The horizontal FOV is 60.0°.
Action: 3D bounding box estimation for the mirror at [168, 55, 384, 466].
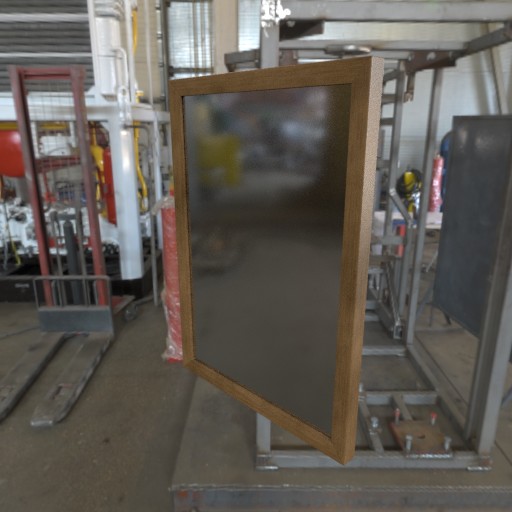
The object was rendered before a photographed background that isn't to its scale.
[{"bbox_3d":[0.000,0.000,0.918,0.507,0.710,0.040,16,23,43],"label":"mirror"}]
